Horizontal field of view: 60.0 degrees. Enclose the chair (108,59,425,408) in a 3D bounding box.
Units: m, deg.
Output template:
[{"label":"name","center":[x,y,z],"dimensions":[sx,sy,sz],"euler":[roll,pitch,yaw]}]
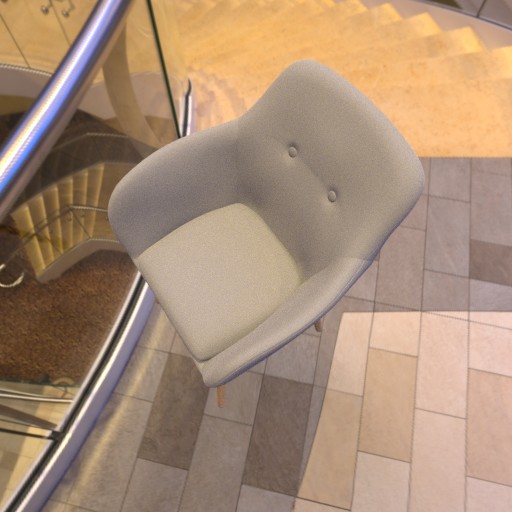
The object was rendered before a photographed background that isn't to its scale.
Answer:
[{"label":"chair","center":[0.000,0.000,1.225],"dimensions":[0.590,0.830,0.570],"euler":[-31,68,-14]}]
